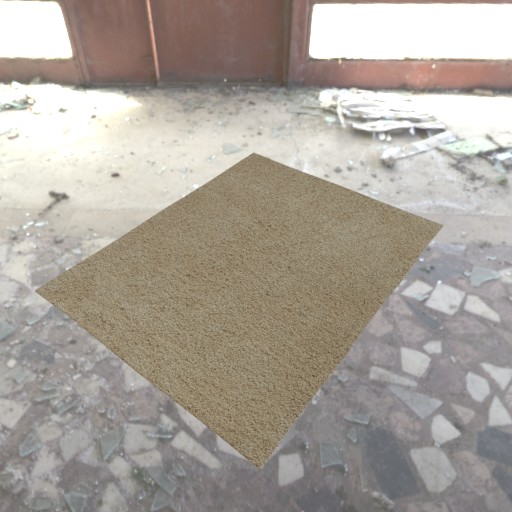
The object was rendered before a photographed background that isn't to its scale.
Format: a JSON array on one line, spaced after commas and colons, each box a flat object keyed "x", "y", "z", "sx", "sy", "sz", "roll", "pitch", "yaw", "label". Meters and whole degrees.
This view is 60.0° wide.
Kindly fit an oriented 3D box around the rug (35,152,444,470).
[{"x": 0.000, "y": 0.000, "z": 4.080, "sx": 2.400, "sy": 0.025, "sz": 3.000, "roll": 27, "pitch": 49, "yaw": 27, "label": "rug"}]
